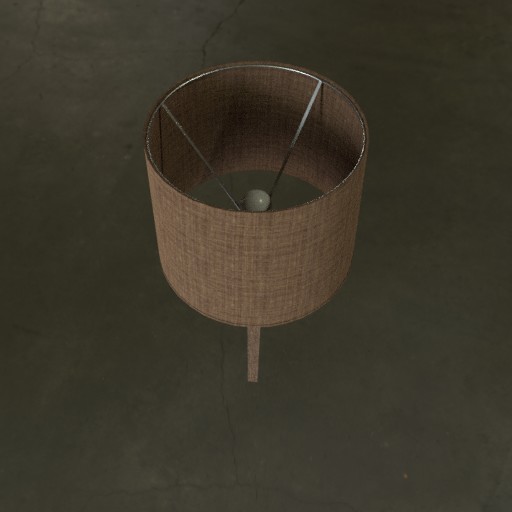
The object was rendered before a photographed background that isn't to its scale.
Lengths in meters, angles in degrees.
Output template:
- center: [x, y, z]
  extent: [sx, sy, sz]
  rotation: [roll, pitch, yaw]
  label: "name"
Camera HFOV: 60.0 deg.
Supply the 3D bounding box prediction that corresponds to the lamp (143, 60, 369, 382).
- center: [0.000, 0.000, 0.703]
  extent: [0.290, 0.514, 0.290]
  rotation: [0, 56, 0]
  label: "lamp"
